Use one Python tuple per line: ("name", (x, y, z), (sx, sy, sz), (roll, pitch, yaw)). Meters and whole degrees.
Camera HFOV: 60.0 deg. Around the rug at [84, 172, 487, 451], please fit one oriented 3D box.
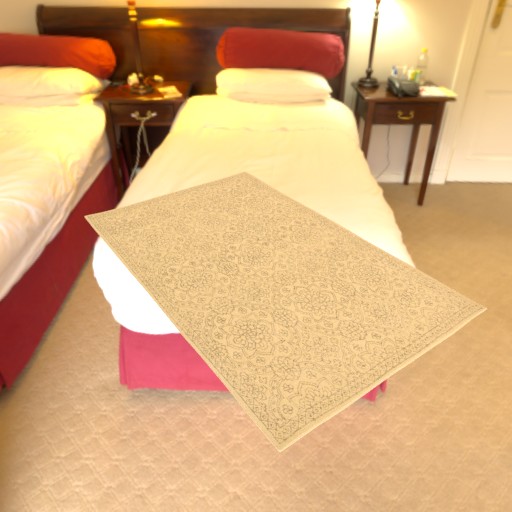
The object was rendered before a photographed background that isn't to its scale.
("rug", (0.000, 0.000, 2.979), (1.518, 0.023, 2.434), (-22, 40, -29))
